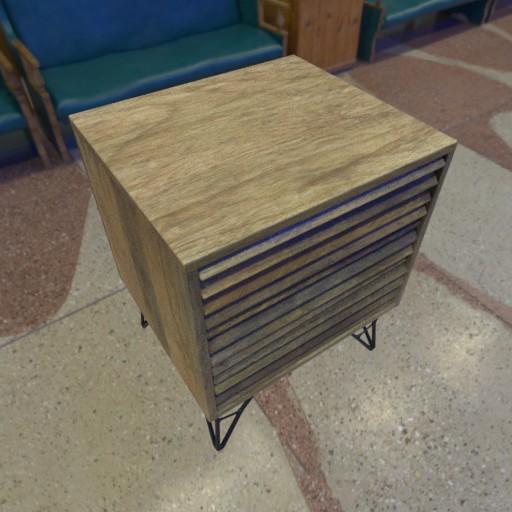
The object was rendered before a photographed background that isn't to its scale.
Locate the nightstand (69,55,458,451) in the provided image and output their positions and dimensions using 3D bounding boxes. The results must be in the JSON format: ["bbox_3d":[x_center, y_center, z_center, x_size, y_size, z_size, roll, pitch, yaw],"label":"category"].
[{"bbox_3d":[0.000,0.000,0.881,0.457,0.559,0.406,-25,50,-23],"label":"nightstand"}]
